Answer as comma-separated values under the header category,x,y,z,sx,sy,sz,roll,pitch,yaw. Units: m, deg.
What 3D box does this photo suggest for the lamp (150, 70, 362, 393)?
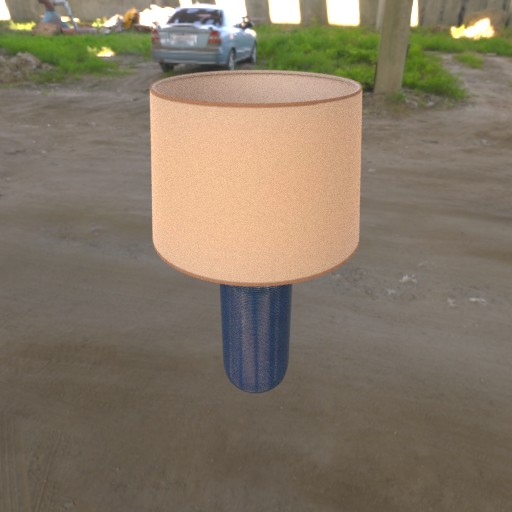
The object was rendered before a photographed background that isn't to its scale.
category,x,y,z,sx,sy,sz,roll,pitch,yaw
lamp,0.000,0.000,0.830,0.367,0.609,0.367,0,30,0
